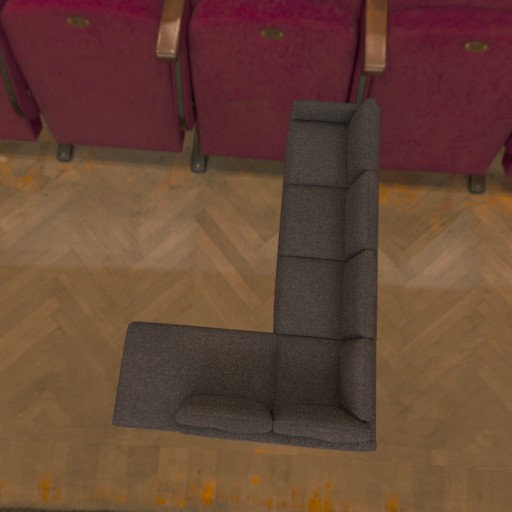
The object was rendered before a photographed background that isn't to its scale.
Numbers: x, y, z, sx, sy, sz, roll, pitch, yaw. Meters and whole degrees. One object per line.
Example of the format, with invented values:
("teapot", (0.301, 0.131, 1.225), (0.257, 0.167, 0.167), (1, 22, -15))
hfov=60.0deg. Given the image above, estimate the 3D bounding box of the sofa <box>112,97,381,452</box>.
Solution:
("sofa", (0.000, 0.000, 3.802), (2.007, 0.815, 2.949), (5, 74, 1))
